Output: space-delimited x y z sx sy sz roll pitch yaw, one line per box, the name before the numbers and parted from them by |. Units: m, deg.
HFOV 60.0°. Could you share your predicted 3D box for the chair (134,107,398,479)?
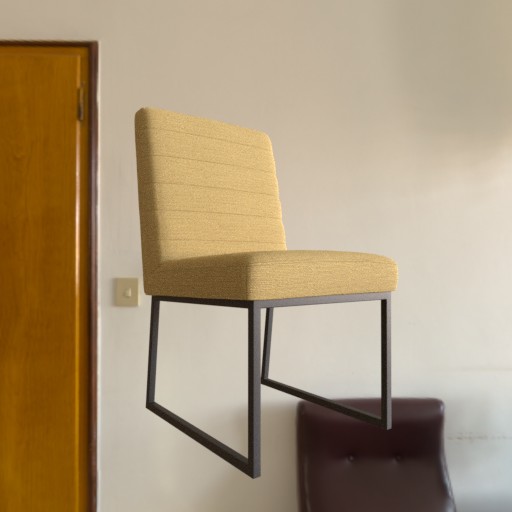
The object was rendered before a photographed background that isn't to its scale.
chair | 0.000 0.000 1.297 0.520 0.930 0.634 0 -1 -37
